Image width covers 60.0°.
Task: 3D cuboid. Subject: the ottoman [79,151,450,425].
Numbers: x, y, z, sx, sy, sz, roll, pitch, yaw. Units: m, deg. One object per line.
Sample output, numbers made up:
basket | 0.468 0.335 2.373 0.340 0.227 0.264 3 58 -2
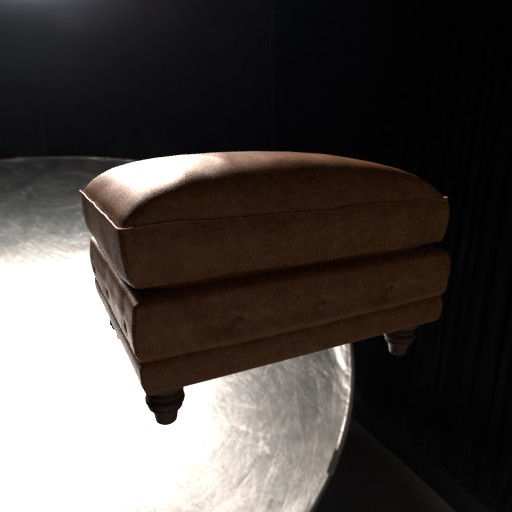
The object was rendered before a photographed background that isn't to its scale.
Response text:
ottoman | 0.000 0.000 1.055 0.710 0.480 0.533 -8 18 -26
